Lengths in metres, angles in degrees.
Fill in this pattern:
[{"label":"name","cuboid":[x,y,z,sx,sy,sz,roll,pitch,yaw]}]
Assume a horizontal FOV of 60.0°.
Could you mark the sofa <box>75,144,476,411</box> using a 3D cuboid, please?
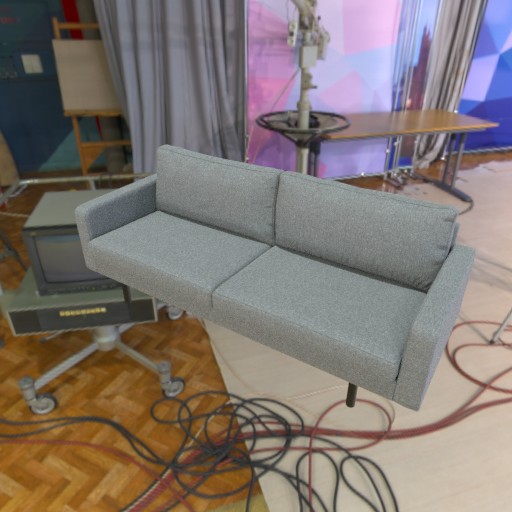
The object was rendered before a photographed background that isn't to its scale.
[{"label":"sofa","cuboid":[0.000,0.000,2.611,2.200,0.880,0.880,18,35,28]}]
